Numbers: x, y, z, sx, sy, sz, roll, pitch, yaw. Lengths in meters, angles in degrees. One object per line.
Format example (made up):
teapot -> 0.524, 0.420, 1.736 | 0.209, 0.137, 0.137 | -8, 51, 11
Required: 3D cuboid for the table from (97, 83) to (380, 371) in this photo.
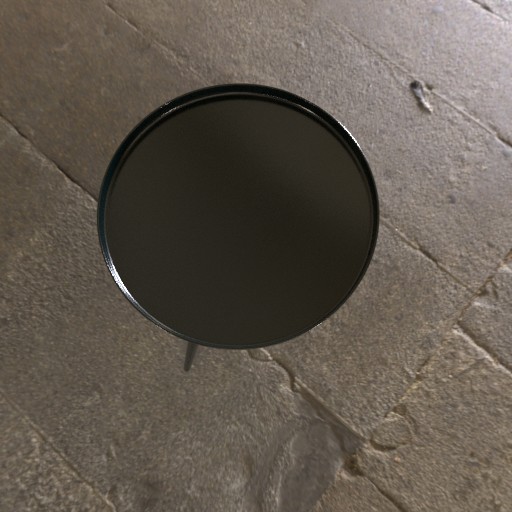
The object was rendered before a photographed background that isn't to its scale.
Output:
table -> 0.000, 0.000, 0.844 | 0.415, 0.548, 0.403 | -4, 75, -1
